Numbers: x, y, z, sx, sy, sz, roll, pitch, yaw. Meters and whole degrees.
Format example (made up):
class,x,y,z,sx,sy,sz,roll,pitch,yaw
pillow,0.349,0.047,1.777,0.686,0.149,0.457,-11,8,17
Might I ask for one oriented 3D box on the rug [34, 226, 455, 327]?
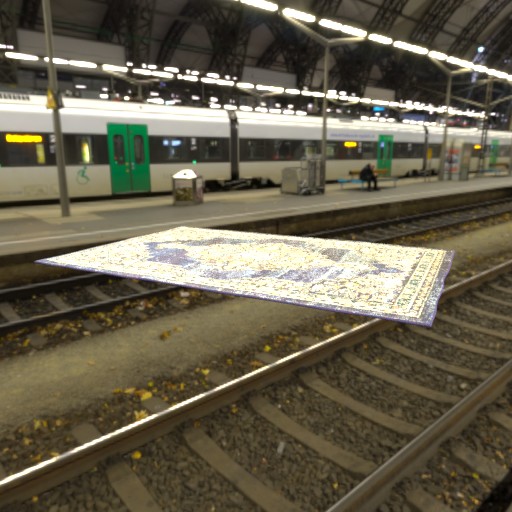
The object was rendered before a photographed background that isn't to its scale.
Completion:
class,x,y,z,sx,sy,sz,roll,pitch,yaw
rug,0.000,0.000,2.234,1.781,0.012,1.184,7,15,26
